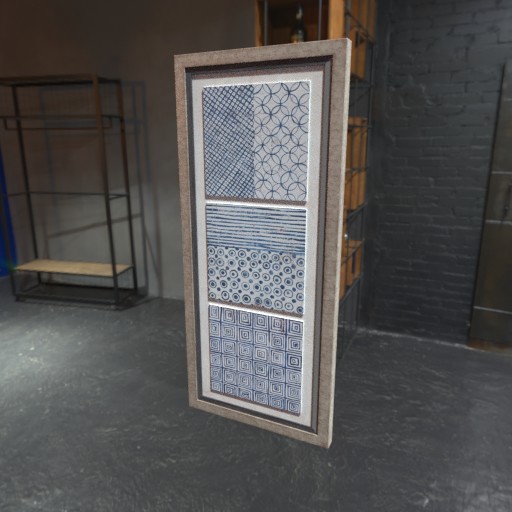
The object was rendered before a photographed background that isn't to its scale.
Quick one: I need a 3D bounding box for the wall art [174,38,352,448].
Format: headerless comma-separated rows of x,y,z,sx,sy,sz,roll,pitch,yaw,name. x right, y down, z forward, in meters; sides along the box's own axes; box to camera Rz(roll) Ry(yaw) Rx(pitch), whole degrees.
0.000,0.000,1.696,0.648,1.461,0.051,7,16,25,wall art
